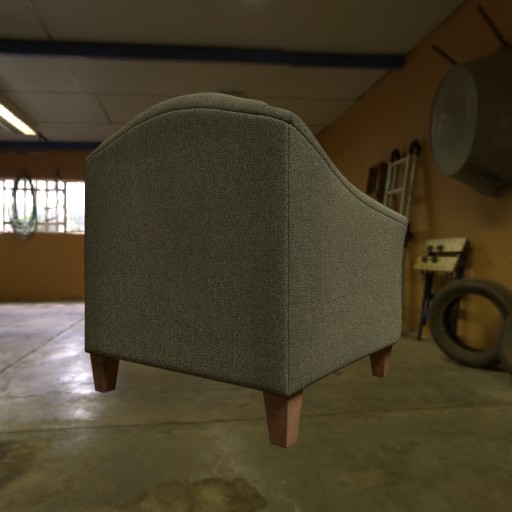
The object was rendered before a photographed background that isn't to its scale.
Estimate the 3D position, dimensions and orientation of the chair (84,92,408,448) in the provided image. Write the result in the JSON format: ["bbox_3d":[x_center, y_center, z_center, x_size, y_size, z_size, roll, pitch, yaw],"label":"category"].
[{"bbox_3d":[0.000,0.000,1.452,0.763,0.839,0.787,0,0,36],"label":"chair"}]
